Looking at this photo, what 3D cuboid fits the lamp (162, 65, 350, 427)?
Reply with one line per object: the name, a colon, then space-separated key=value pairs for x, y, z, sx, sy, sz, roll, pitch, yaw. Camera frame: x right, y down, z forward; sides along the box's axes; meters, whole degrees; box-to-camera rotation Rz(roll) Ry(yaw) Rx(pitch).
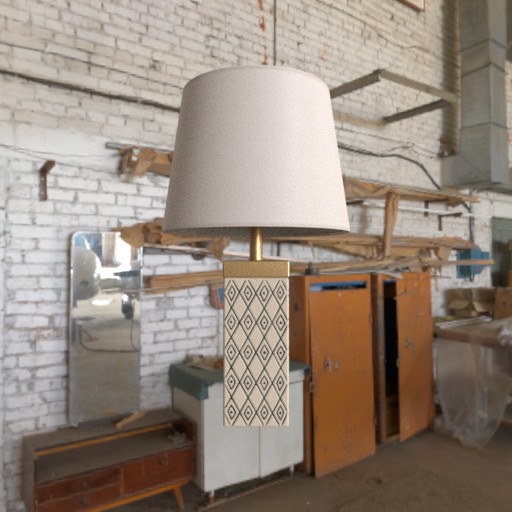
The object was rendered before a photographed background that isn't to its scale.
lamp: x=0.000 y=0.000 z=0.604 sx=0.251 sy=0.435 sz=0.251 roll=0 pitch=0 yaw=0
